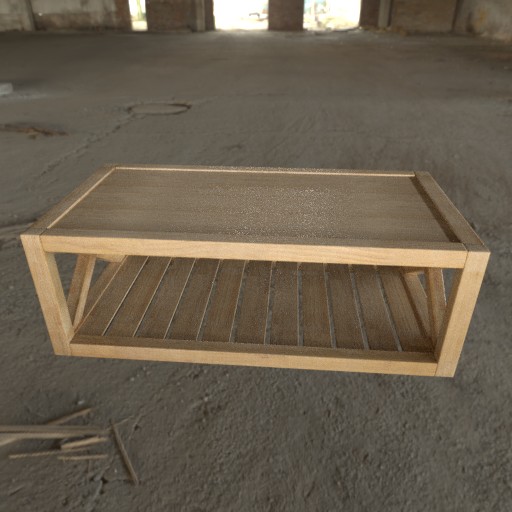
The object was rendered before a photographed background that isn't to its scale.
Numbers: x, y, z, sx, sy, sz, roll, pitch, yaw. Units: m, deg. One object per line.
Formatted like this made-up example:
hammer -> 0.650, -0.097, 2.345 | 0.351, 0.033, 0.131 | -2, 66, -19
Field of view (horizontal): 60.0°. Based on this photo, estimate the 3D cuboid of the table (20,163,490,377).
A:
table -> 0.000, 0.000, 1.624 | 1.321, 0.457, 0.660 | 2, 30, 4
